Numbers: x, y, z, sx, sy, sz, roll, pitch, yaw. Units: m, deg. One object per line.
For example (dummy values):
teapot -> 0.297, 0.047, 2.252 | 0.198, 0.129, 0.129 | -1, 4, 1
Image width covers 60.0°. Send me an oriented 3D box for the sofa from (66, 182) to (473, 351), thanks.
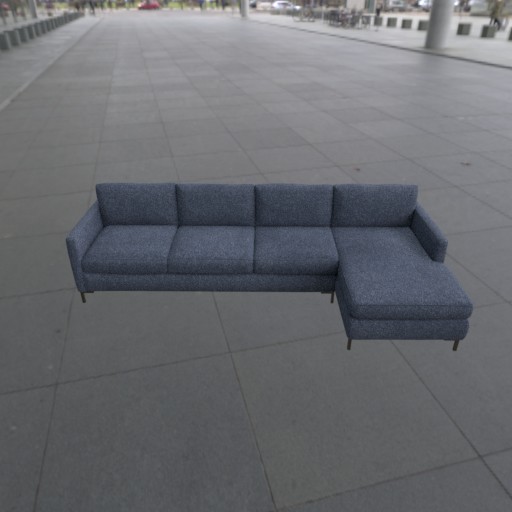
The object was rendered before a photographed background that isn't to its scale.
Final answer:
sofa -> 0.000, 0.000, 3.505 | 2.932, 0.810, 1.350 | 0, 30, 1
